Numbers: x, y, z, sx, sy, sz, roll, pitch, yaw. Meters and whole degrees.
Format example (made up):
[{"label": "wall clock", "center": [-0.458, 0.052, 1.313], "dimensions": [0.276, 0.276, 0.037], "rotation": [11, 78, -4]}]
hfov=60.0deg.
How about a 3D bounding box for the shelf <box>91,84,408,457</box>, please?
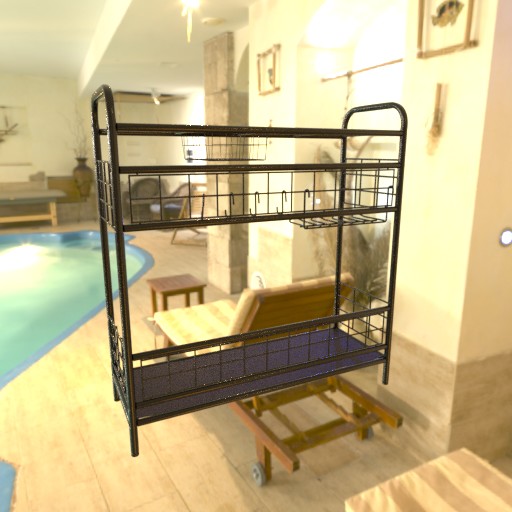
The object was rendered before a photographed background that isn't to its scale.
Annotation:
[{"label": "shelf", "center": [0.000, 0.000, 1.513], "dimensions": [0.961, 1.026, 0.350], "rotation": [-6, 15, -25]}]
